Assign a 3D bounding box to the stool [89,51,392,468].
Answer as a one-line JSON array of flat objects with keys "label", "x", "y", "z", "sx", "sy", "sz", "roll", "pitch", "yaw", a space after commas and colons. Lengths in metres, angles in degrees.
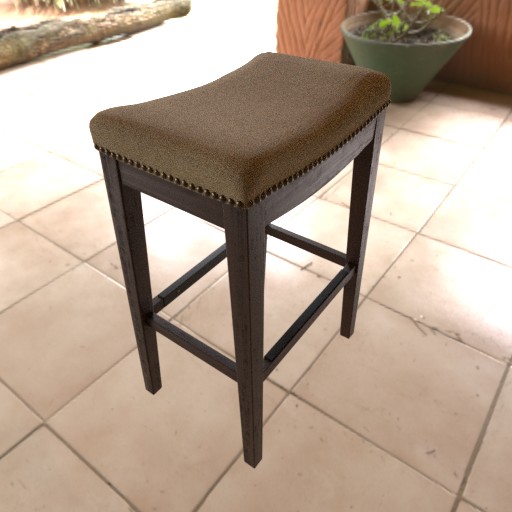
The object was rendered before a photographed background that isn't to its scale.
[{"label": "stool", "x": 0.000, "y": 0.000, "z": 1.026, "sx": 0.363, "sy": 0.768, "sz": 0.509, "roll": 25, "pitch": 45, "yaw": 27}]
